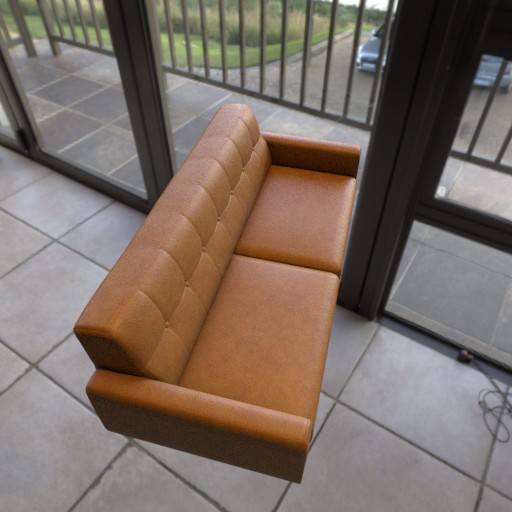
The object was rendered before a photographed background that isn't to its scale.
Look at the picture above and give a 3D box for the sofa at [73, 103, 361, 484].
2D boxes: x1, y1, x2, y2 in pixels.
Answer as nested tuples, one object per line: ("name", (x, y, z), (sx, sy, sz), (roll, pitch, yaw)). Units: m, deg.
("sofa", (0.000, 0.000, 2.538), (0.980, 0.892, 2.137), (11, 46, 10))
